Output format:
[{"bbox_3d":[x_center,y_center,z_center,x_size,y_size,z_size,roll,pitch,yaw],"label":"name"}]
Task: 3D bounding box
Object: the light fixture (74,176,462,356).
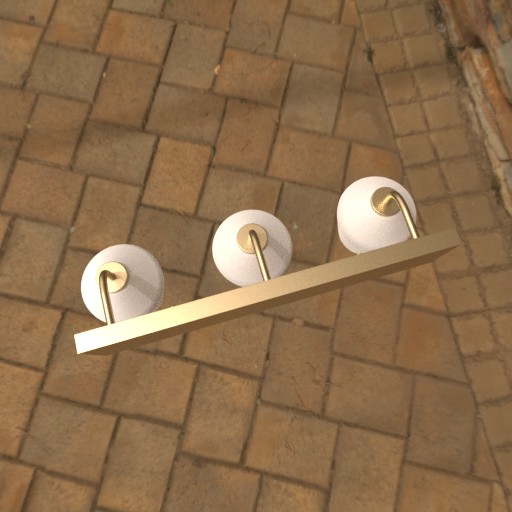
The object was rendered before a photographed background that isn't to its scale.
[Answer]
[{"bbox_3d":[0.000,0.000,0.747,0.609,0.280,0.190,-16,77,-4],"label":"light fixture"}]
